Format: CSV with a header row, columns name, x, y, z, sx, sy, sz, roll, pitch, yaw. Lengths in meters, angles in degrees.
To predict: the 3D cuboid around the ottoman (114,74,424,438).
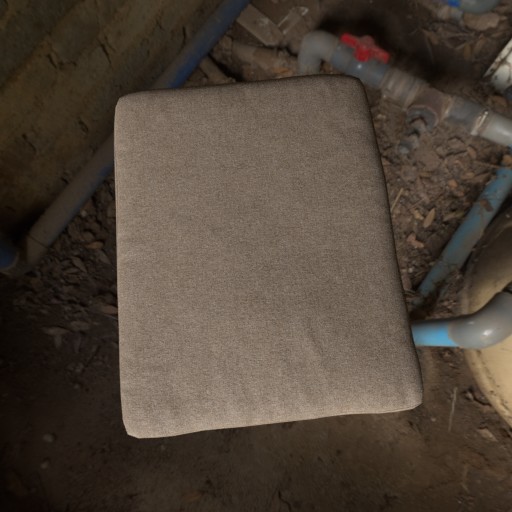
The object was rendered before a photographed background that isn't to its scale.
name,x,y,z,sx,sy,sz,roll,pitch,yaw
ottoman,0.000,0.000,1.279,0.692,0.511,0.889,-6,75,-2
